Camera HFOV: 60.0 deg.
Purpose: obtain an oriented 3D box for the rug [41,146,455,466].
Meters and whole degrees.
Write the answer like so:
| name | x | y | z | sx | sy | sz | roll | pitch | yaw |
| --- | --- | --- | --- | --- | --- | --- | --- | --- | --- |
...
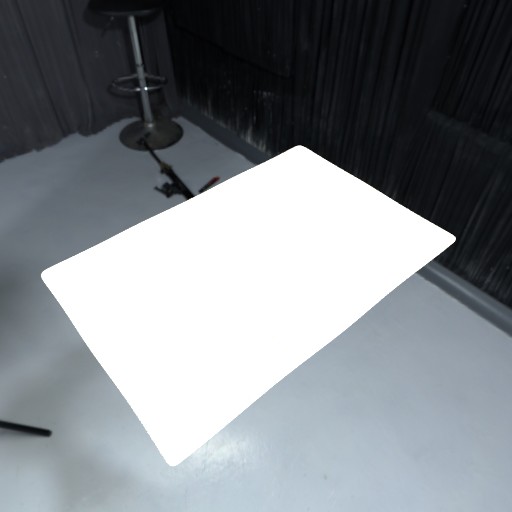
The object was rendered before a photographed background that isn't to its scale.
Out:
| name | x | y | z | sx | sy | sz | roll | pitch | yaw |
| --- | --- | --- | --- | --- | --- | --- | --- | --- | --- |
| rug | 0.000 | 0.000 | 3.416 | 2.698 | 0.025 | 1.798 | -31 | 54 | -27 |
